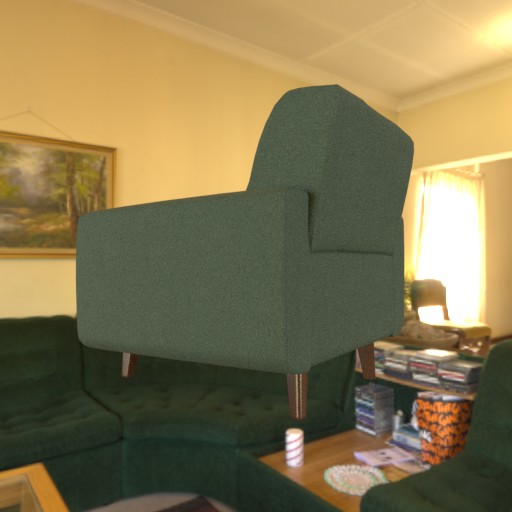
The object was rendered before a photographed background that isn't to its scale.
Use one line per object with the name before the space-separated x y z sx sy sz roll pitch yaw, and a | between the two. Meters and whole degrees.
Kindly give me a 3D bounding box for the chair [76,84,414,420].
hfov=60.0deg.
chair | 0.000 0.000 1.523 0.909 0.841 0.831 0 -1 36
